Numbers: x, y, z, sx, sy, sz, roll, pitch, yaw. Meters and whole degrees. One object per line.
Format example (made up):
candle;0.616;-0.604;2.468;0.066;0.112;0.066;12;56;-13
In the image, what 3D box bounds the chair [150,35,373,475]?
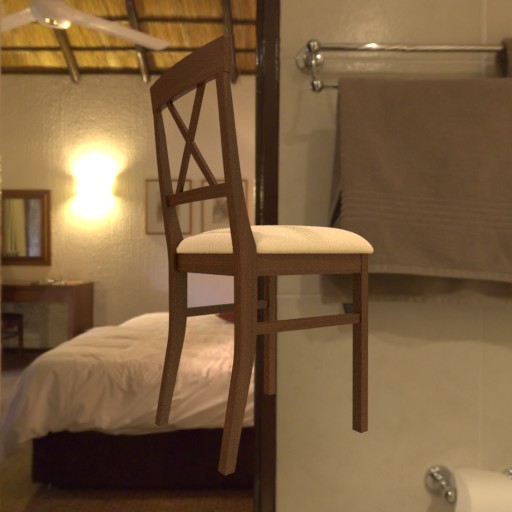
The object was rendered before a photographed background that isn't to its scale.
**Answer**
chair;0.000;0.000;1.195;0.480;0.913;0.440;0;1;-37
